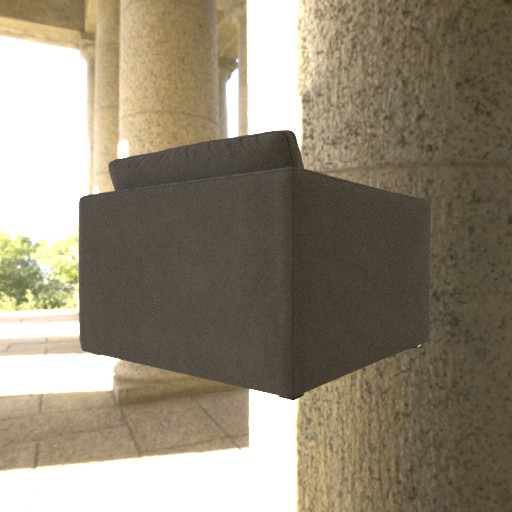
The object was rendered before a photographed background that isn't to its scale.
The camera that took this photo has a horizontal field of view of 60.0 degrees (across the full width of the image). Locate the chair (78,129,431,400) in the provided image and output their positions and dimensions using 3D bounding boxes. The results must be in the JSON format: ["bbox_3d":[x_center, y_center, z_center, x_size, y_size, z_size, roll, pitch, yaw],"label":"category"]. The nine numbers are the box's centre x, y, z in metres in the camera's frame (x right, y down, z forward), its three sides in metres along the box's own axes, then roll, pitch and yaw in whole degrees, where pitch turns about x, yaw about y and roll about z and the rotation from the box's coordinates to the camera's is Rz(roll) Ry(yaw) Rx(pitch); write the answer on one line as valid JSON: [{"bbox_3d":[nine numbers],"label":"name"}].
[{"bbox_3d":[0.000,0.000,1.926,1.190,0.845,1.091,0,0,37],"label":"chair"}]
